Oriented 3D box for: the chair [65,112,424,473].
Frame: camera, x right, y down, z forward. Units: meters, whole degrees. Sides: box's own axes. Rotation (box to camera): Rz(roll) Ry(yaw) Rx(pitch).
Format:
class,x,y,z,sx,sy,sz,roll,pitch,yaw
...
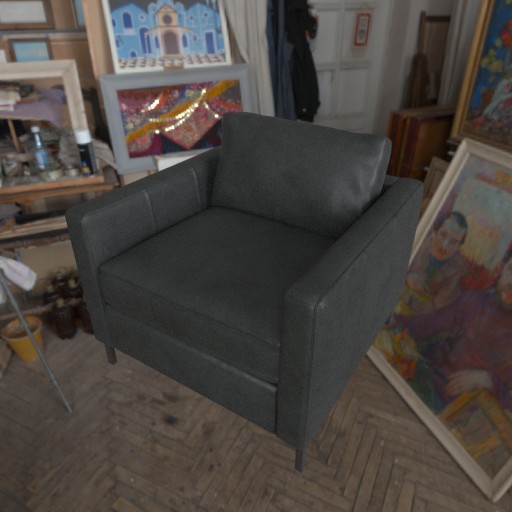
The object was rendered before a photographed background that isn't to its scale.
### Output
class,x,y,z,sx,sy,sz,roll,pitch,yaw
chair,0.000,0.000,1.511,0.967,0.824,0.861,18,36,28
